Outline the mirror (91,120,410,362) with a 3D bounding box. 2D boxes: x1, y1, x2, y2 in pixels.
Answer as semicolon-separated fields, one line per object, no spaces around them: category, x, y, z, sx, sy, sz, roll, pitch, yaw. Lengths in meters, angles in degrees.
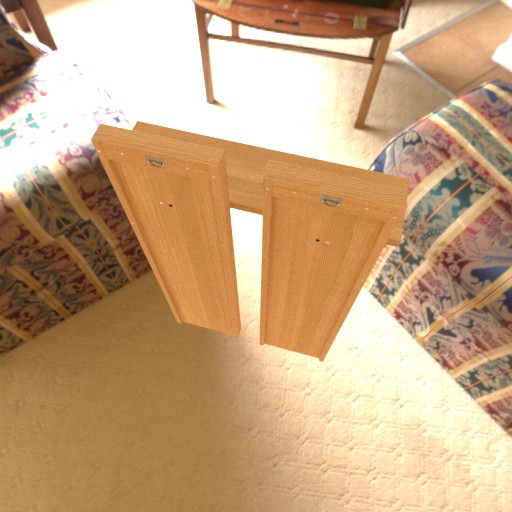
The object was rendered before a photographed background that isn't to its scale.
mirror;0.000;0.000;1.571;0.800;1.250;0.260;14;63;7
